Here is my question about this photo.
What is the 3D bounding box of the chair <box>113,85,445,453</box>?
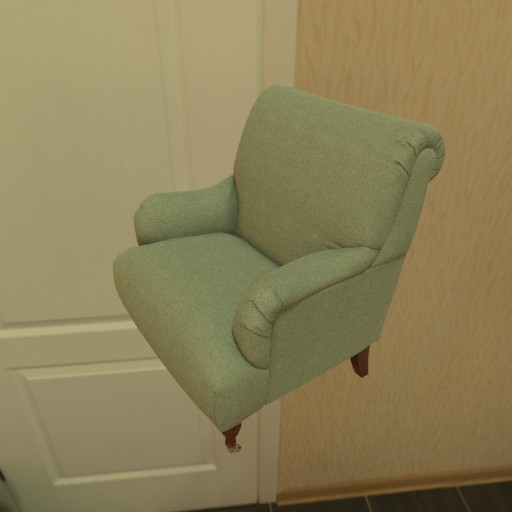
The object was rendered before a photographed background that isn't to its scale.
[{"bbox_3d":[0.000,0.000,1.906,1.060,1.178,0.964,-21,37,-29],"label":"chair"}]
